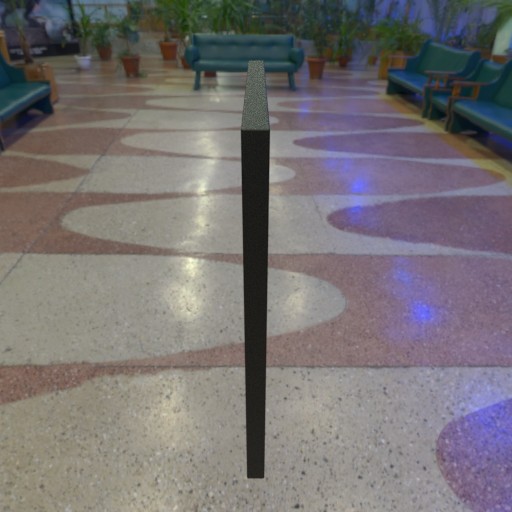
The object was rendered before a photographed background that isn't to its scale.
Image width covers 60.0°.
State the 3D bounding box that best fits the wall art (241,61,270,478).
[{"bbox_3d":[0.000,0.000,0.761,0.028,0.559,0.457,0,31,0],"label":"wall art"}]
